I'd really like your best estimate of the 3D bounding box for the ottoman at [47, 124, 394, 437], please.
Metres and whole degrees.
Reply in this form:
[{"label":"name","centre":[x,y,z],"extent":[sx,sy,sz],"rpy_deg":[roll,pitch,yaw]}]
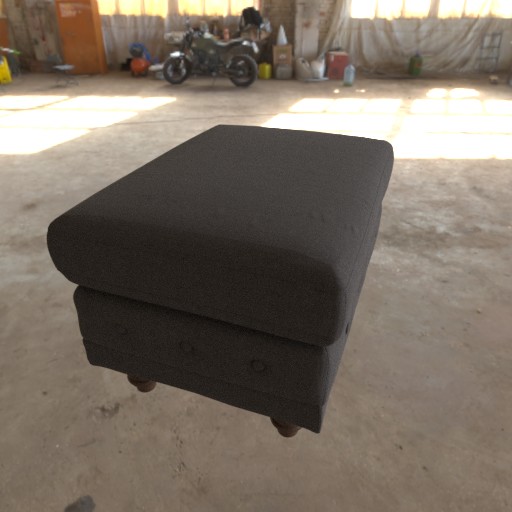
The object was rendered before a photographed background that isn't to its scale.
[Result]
[{"label":"ottoman","centre":[0.000,0.000,1.119],"extent":[0.569,0.500,0.771],"rpy_deg":[11,32,17]}]
